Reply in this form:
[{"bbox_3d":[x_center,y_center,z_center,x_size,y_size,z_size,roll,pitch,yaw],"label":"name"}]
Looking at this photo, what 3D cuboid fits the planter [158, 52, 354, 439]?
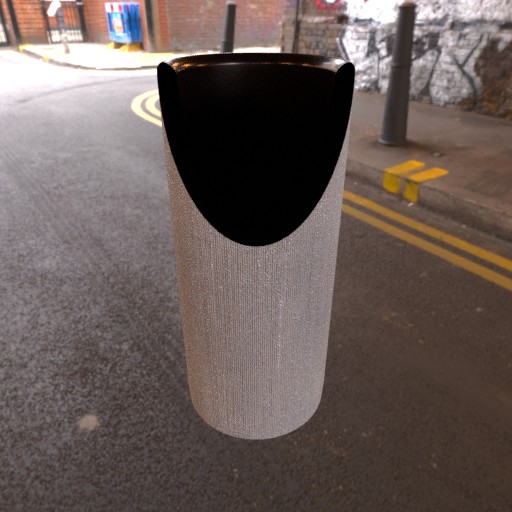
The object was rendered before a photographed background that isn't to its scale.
[{"bbox_3d":[0.000,0.000,0.127,0.045,0.103,0.045,2,30,3],"label":"planter"}]
